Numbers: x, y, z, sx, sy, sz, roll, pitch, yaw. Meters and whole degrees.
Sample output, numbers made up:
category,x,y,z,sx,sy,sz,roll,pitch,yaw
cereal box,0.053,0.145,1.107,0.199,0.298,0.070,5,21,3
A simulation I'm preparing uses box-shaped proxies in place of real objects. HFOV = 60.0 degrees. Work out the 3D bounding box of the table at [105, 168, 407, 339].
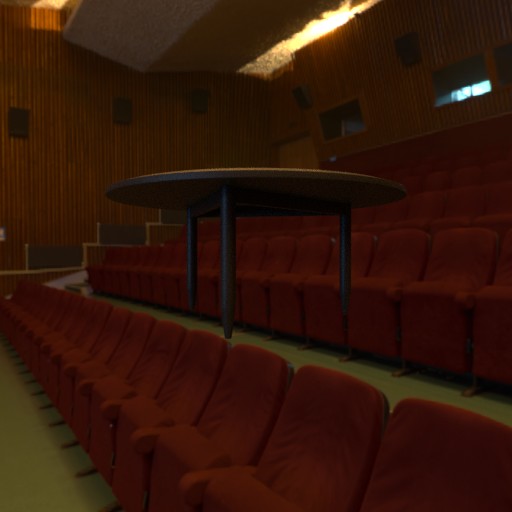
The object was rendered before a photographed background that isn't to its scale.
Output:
category,x,y,z,sx,sy,sz,roll,pitch,yaw
table,0.000,0.000,1.398,0.900,0.400,0.900,0,1,0
